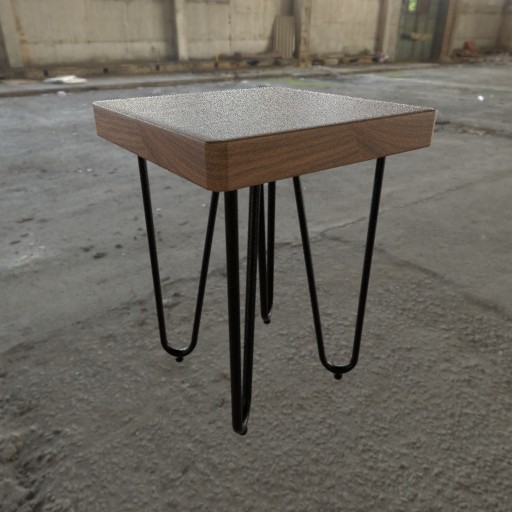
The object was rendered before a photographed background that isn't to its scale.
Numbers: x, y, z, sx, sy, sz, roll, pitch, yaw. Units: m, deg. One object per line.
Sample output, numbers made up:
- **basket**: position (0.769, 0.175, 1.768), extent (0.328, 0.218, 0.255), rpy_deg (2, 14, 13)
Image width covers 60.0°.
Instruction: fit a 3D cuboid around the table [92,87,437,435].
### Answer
- **table**: position (0.000, 0.000, 0.985), extent (0.480, 0.641, 0.479), rpy_deg (-18, 32, -32)
